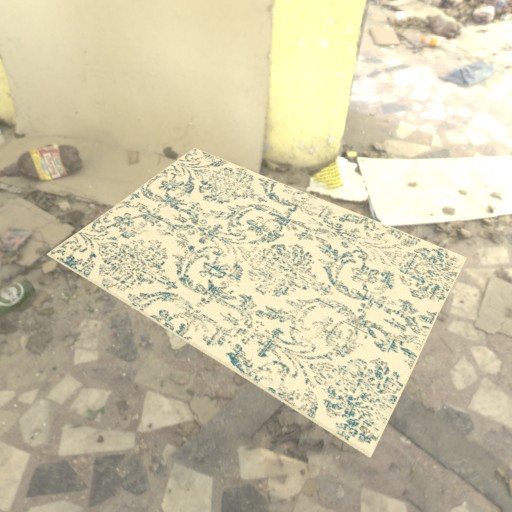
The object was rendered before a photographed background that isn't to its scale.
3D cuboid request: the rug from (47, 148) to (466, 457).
[{"bbox_3d":[0.000,0.000,2.316,1.831,0.012,1.213,26,52,23],"label":"rug"}]
